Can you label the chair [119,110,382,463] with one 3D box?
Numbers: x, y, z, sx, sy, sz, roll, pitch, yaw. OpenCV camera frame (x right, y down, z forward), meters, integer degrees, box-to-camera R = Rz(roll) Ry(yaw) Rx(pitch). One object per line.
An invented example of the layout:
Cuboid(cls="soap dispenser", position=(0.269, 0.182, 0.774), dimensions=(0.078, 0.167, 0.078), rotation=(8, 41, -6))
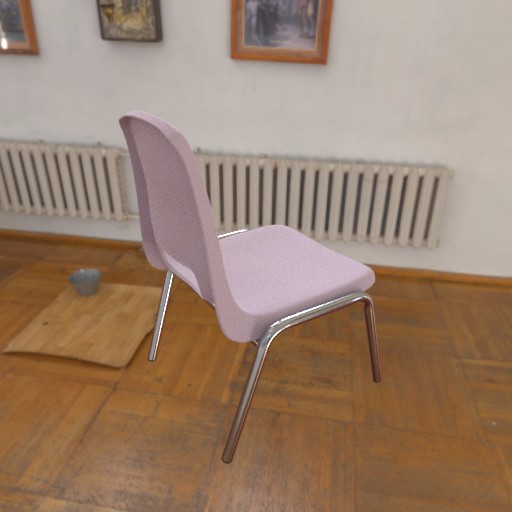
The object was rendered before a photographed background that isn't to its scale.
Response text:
Cuboid(cls="chair", position=(0.000, 0.000, 0.814), dimensions=(0.385, 0.536, 0.354), rotation=(-17, 31, -31))
